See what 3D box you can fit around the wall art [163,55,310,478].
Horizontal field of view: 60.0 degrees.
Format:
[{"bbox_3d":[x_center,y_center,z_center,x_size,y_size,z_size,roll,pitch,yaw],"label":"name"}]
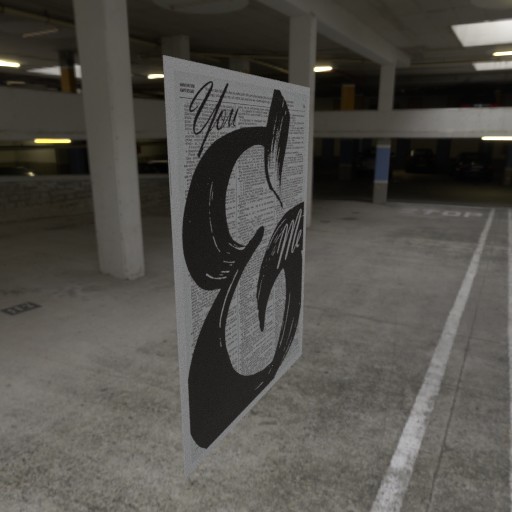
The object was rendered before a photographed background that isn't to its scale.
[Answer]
[{"bbox_3d":[0.000,0.000,0.805,0.003,0.609,0.457,8,18,28],"label":"wall art"}]
